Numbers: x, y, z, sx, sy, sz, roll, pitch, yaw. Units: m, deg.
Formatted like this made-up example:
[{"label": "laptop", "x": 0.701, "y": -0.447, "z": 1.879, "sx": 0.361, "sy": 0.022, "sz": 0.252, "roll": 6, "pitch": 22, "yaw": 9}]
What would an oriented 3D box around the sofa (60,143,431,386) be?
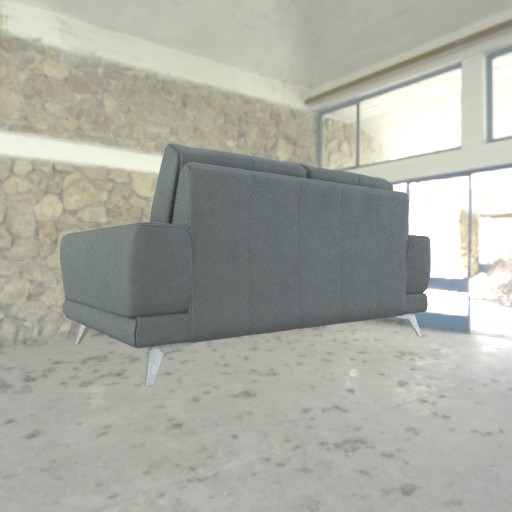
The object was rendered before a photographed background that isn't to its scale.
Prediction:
[{"label": "sofa", "x": 0.000, "y": 0.000, "z": 2.399, "sx": 1.806, "sy": 0.907, "sz": 1.018, "roll": 0, "pitch": 0, "yaw": -36}]
